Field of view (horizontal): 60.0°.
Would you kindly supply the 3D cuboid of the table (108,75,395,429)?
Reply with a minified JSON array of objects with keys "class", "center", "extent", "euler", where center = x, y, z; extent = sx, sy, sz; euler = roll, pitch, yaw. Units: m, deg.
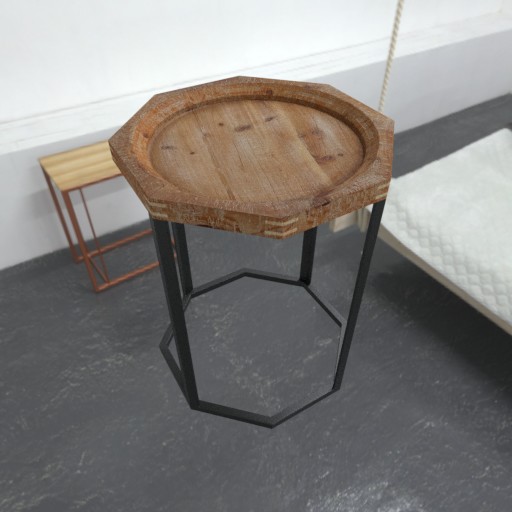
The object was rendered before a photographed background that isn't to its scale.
[{"class":"table","center":[0.000,0.000,0.886],"extent":[0.458,0.543,0.458],"euler":[27,49,26]}]
